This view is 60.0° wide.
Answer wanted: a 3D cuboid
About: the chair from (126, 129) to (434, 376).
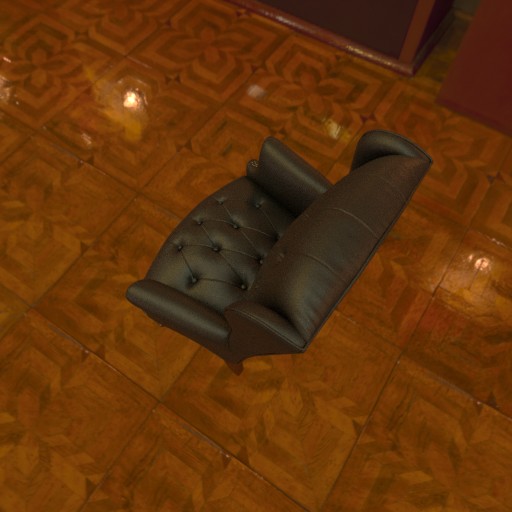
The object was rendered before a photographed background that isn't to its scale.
[{"bbox_3d":[0.000,0.000,1.632,0.762,1.111,0.838,33,68,15],"label":"chair"}]
